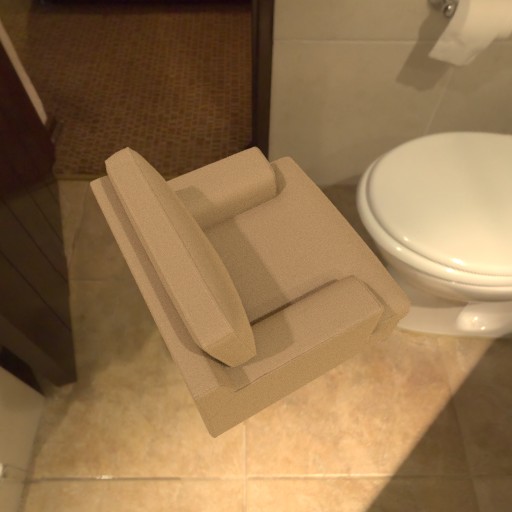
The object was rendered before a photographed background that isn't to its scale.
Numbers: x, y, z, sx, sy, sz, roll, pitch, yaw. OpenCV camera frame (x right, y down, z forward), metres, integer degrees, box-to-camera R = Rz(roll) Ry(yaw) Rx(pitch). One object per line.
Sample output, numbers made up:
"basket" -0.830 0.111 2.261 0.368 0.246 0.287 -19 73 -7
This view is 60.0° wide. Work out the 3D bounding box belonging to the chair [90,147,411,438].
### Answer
"chair" 0.000 0.000 2.192 1.274 1.005 1.293 -33 63 -19
